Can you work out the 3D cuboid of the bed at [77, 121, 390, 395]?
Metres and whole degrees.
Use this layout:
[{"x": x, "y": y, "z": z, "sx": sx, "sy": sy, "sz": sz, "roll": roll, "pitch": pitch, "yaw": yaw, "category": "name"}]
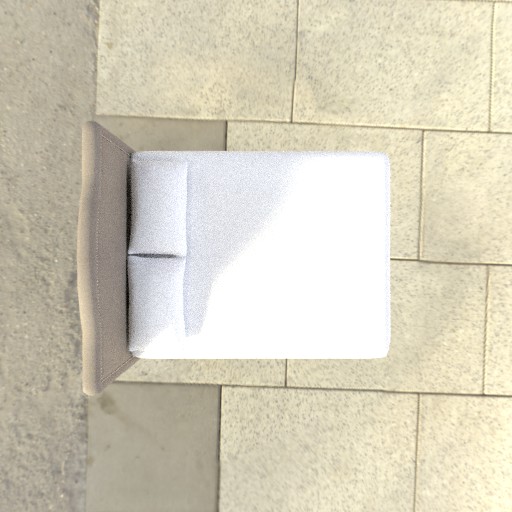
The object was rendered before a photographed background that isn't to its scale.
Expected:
[{"x": 0.000, "y": 0.000, "z": 3.333, "sx": 2.128, "sy": 1.441, "sz": 1.744, "roll": 0, "pitch": 90, "yaw": 0, "category": "bed"}]
